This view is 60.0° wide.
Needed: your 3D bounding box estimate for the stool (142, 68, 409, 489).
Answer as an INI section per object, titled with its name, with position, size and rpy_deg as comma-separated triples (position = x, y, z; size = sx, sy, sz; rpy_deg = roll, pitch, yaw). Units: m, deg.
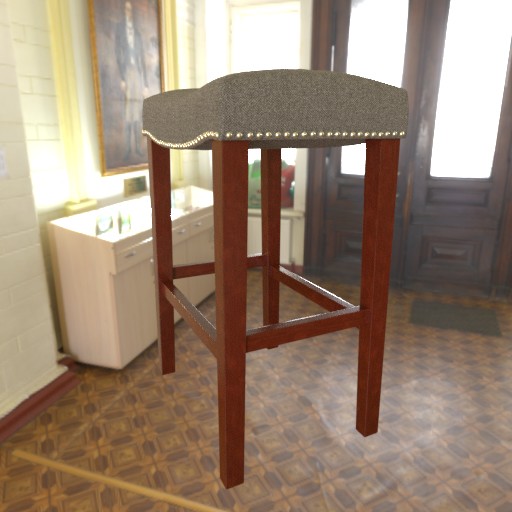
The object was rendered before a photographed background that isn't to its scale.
[stool]
position = 0.000, 0.000, 1.008
size = 0.372, 0.742, 0.504
rpy_deg = -8, 18, -25
